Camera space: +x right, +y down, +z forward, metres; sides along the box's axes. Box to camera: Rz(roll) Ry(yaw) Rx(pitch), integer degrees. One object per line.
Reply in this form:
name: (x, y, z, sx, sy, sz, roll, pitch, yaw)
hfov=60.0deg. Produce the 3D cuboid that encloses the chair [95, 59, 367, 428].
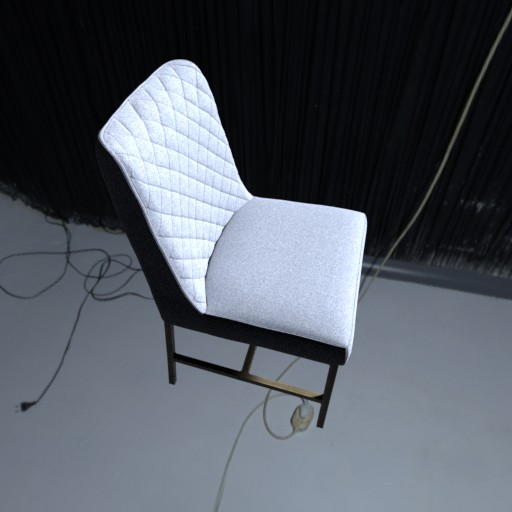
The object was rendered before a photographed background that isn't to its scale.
chair: (0.000, 0.000, 1.243, 0.587, 0.889, 0.508, 10, 46, 10)
